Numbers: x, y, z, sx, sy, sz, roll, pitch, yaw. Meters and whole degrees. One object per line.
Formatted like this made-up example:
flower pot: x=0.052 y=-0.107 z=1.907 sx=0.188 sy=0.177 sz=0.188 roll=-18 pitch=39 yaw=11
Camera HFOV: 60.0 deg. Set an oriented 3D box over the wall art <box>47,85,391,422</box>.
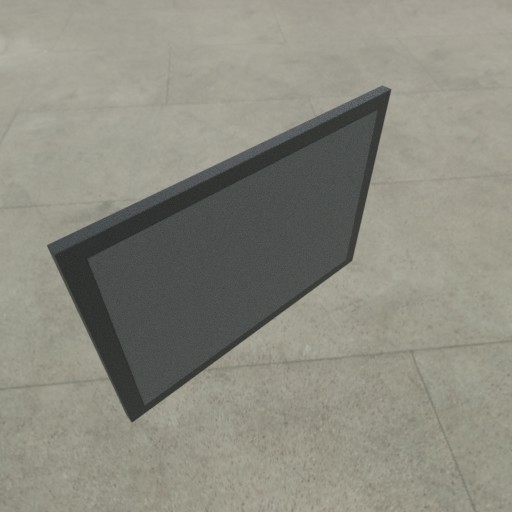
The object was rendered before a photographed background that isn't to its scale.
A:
wall art: x=0.000 y=0.000 z=0.558 sx=0.432 sy=0.306 sz=0.016 roll=-32 pitch=54 yaw=-28
